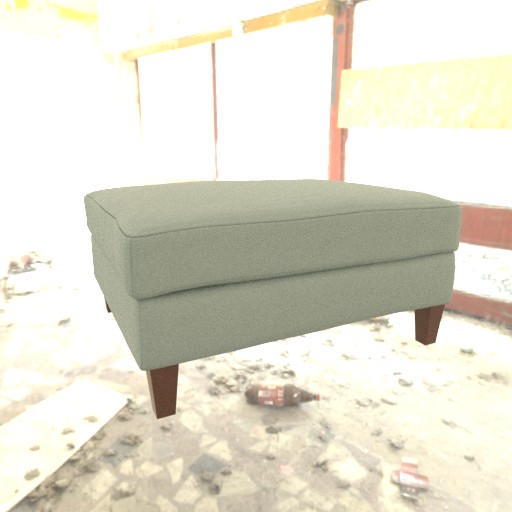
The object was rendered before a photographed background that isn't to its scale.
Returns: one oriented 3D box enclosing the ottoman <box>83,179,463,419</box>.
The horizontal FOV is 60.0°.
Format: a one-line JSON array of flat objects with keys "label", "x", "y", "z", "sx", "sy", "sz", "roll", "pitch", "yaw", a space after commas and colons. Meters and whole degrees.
[{"label": "ottoman", "x": 0.000, "y": 0.000, "z": 1.488, "sx": 0.991, "sy": 0.494, "sz": 0.842, "roll": -7, "pitch": 16, "yaw": -26}]
